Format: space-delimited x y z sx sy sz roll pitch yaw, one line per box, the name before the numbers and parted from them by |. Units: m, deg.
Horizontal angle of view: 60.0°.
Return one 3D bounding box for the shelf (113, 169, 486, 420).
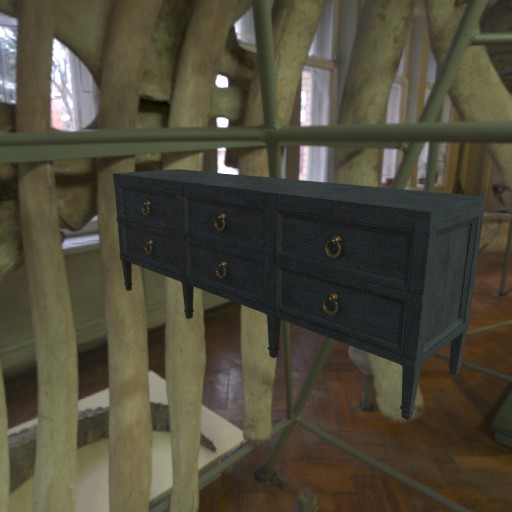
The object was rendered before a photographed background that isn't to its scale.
shelf | 0.000 0.000 2.176 1.878 0.715 0.471 15 21 43
